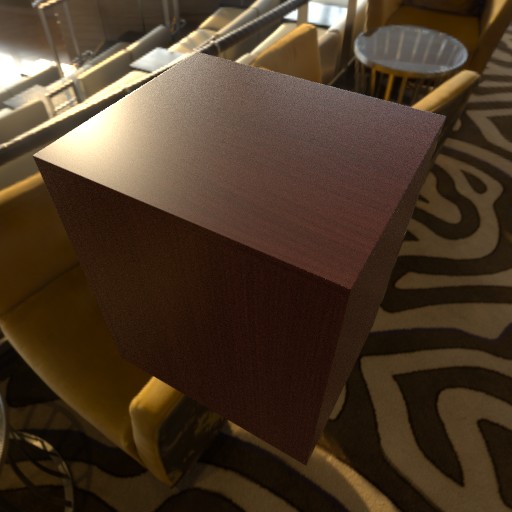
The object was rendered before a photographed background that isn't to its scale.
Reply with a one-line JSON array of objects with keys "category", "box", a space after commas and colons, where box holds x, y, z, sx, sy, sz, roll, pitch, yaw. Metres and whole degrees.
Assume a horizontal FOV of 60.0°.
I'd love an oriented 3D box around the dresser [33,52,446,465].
[{"category": "dresser", "box": [0.000, 0.000, 0.733, 0.400, 0.470, 0.360, 23, 51, 20]}]
